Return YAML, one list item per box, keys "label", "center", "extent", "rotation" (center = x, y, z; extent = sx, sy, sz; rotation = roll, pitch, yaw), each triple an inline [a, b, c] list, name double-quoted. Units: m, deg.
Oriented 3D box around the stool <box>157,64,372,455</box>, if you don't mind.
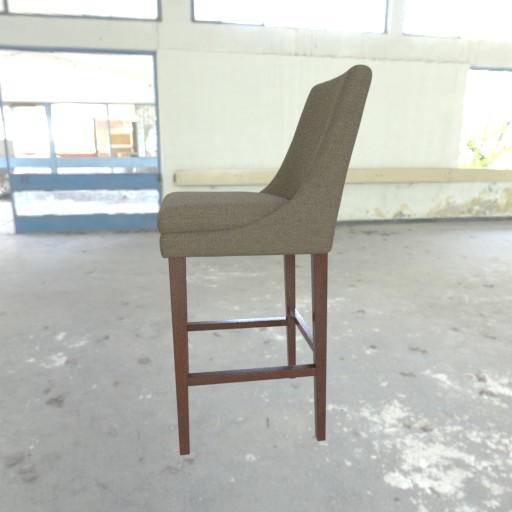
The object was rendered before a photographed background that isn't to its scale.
- label: "stool"
  center: [0.000, 0.000, 1.403]
  extent: [0.577, 1.078, 0.470]
  rotation: [-2, 14, -8]
